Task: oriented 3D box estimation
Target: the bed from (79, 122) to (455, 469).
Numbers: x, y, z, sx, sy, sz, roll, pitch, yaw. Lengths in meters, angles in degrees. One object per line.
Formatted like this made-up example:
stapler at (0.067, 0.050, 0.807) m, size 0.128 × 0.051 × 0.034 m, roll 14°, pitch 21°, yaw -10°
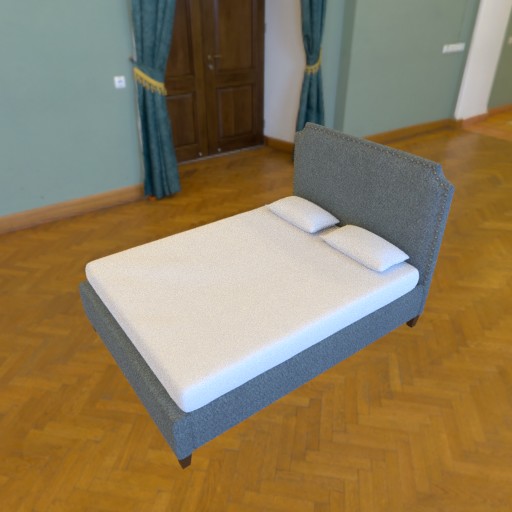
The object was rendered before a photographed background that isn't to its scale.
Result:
bed at (0.000, 0.000, 3.485) m, size 2.372 × 1.443 × 1.712 m, roll -21°, pitch 37°, yaw -30°
